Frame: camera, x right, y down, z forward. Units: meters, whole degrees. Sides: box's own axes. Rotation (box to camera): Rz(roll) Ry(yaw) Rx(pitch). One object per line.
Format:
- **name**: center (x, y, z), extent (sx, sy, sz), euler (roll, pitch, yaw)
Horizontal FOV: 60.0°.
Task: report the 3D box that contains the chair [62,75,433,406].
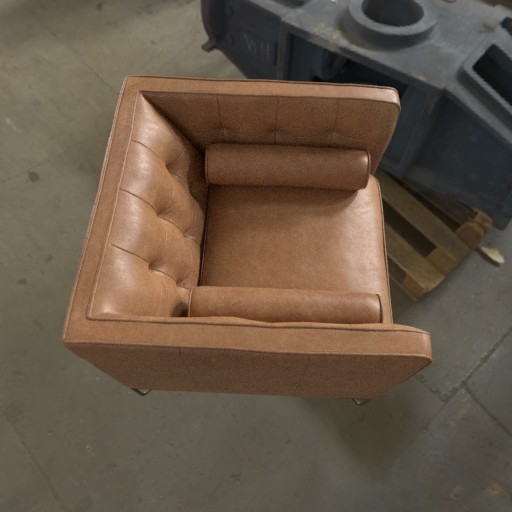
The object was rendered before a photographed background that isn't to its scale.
- **chair**: center (0.000, 0.000, 1.586), extent (0.912, 0.797, 0.920), euler (2, 64, 1)
